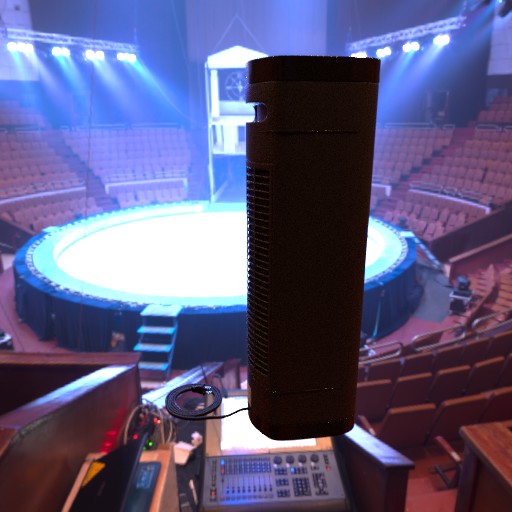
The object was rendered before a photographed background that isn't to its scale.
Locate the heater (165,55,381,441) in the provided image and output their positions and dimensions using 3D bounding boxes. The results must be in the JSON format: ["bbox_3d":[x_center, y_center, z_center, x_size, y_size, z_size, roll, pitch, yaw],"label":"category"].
[{"bbox_3d":[0.000,0.000,0.686,0.312,0.552,0.174,-2,17,-8],"label":"heater"}]
